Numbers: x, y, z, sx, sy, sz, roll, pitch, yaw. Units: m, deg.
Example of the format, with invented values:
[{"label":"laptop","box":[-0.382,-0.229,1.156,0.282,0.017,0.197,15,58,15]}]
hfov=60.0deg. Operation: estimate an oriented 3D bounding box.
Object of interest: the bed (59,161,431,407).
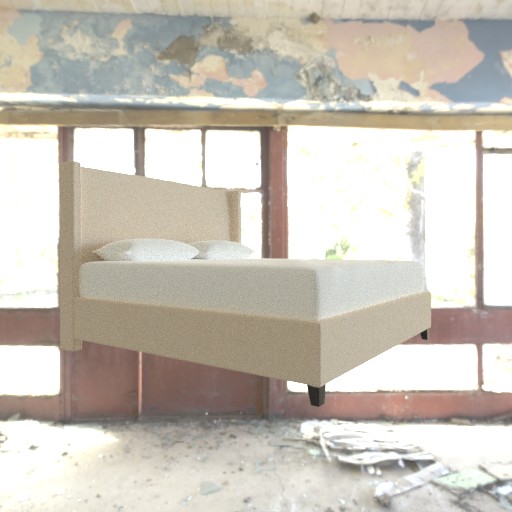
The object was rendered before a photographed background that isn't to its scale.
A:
[{"label":"bed","box":[0.000,0.000,3.711,2.293,1.471,2.145,0,1,35]}]
